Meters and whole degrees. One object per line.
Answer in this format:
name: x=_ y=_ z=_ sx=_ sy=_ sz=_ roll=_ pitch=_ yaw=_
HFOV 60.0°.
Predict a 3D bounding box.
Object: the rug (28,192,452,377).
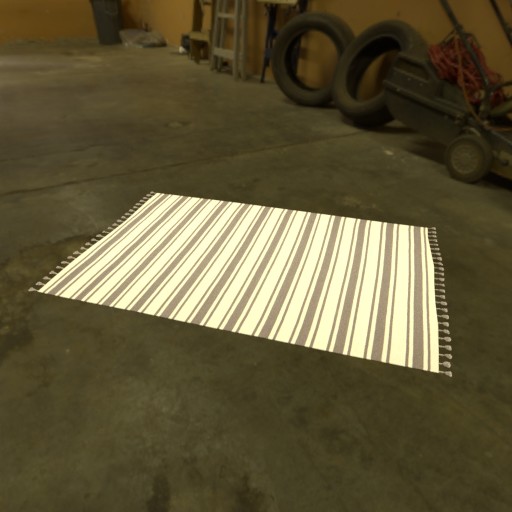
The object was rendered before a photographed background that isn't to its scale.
rug: x=0.000 y=0.000 z=3.015 sx=2.425 sy=0.014 sz=1.563 roll=9 pitch=33 yaw=14
